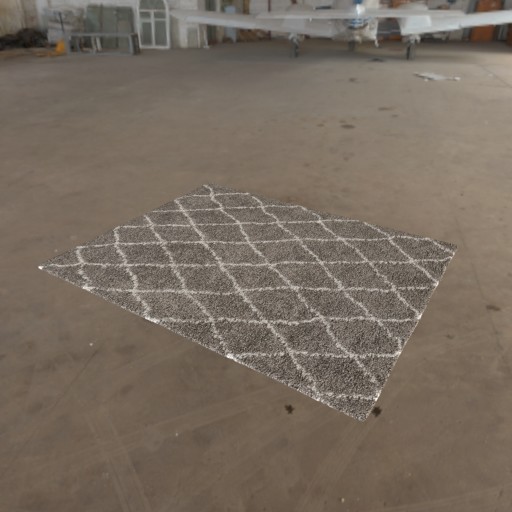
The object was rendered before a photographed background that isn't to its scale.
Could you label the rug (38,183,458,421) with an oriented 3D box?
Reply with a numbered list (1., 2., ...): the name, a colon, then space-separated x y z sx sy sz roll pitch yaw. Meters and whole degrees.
1. rug: 0.000 0.000 4.082 3.047 0.029 2.438 18 35 28
